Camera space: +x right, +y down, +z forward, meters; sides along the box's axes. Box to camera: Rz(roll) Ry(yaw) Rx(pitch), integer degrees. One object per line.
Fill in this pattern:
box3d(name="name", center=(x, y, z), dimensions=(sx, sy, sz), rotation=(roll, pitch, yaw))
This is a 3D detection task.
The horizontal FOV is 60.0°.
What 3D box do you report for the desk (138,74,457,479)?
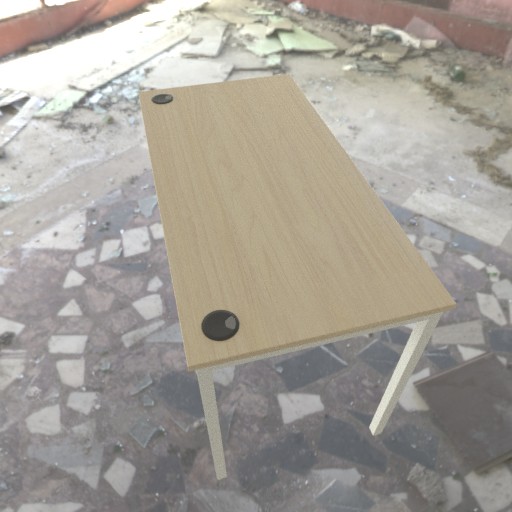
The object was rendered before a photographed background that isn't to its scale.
box3d(name="desk", center=(0.000, 0.000, 1.596), dimensions=(0.600, 0.750, 1.200), rotation=(-11, 47, -10))
